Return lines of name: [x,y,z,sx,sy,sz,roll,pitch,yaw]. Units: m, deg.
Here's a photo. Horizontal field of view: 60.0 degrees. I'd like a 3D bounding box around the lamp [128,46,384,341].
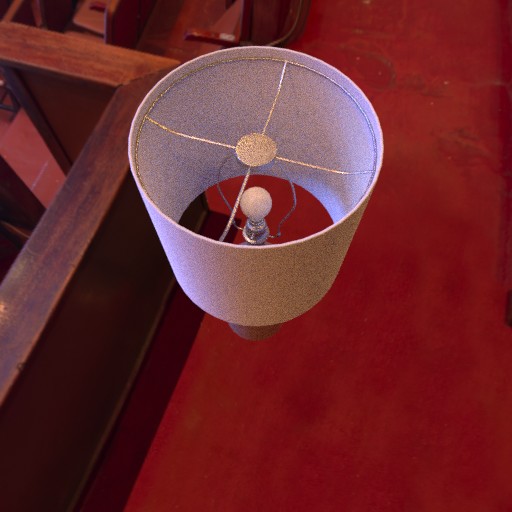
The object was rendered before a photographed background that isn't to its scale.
lamp: [0.000,0.000,0.568,0.207,0.461,0.207,15,66,7]
